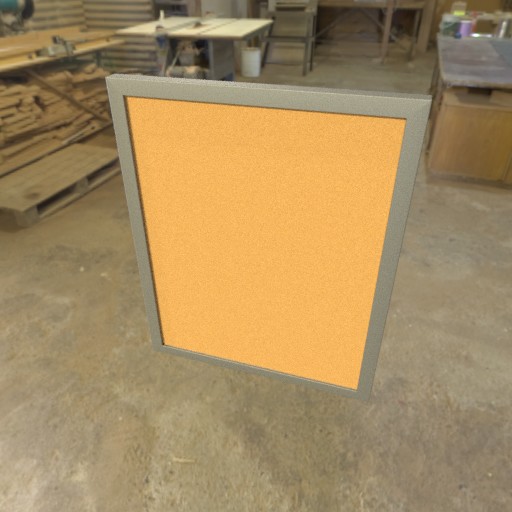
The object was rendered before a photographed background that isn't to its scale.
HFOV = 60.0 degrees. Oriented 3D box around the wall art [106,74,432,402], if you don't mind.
[{"bbox_3d":[0.000,0.000,0.759,0.458,0.558,0.029,10,34,15],"label":"wall art"}]
